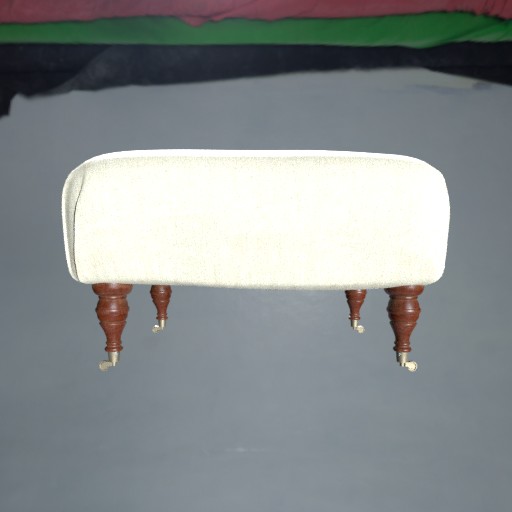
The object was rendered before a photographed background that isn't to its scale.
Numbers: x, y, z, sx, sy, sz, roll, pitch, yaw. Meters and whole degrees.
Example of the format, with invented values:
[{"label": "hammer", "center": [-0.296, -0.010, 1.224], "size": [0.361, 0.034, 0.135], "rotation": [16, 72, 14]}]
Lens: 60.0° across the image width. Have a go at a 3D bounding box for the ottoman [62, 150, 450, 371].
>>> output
[{"label": "ottoman", "center": [0.000, 0.000, 1.095], "size": [0.747, 0.450, 0.622], "rotation": [0, 0, 0]}]
